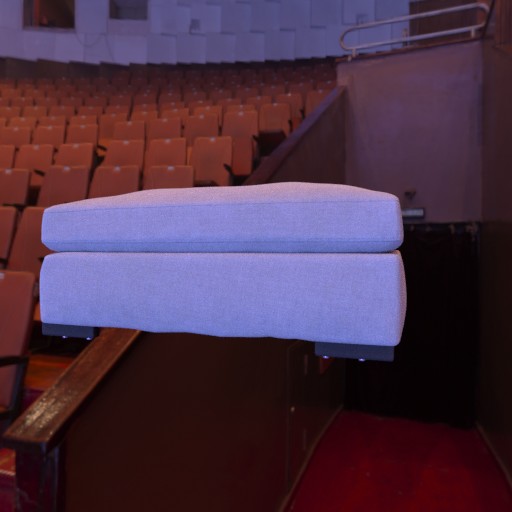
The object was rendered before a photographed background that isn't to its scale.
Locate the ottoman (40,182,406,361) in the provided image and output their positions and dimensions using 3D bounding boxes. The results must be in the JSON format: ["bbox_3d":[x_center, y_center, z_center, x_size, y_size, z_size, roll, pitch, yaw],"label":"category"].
[{"bbox_3d":[0.000,0.000,1.838,1.171,0.517,1.203,0,1,18],"label":"ottoman"}]
